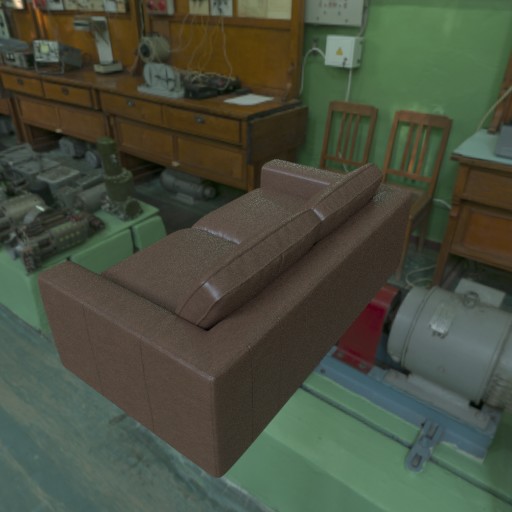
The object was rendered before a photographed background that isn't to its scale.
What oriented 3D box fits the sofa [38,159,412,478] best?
[{"bbox_3d":[0.000,0.000,2.434,1.070,0.800,1.920,21,37,30],"label":"sofa"}]
